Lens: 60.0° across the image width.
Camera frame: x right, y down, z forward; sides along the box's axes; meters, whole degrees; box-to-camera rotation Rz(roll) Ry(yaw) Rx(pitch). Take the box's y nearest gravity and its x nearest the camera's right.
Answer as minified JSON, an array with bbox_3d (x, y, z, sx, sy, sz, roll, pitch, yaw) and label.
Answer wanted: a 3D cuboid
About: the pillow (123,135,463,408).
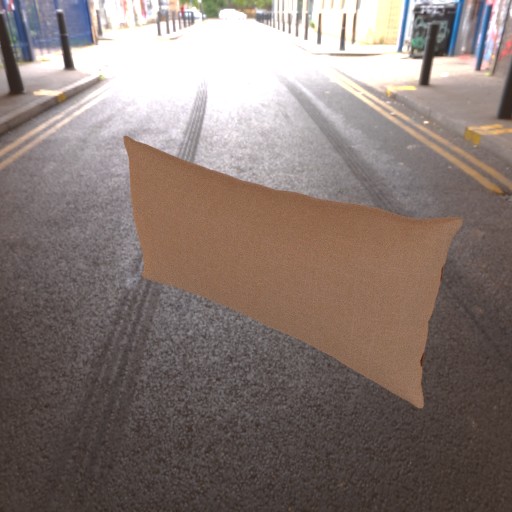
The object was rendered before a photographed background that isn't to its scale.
[{"bbox_3d":[0.000,0.000,0.735,0.612,0.308,0.148,20,35,31],"label":"pillow"}]
